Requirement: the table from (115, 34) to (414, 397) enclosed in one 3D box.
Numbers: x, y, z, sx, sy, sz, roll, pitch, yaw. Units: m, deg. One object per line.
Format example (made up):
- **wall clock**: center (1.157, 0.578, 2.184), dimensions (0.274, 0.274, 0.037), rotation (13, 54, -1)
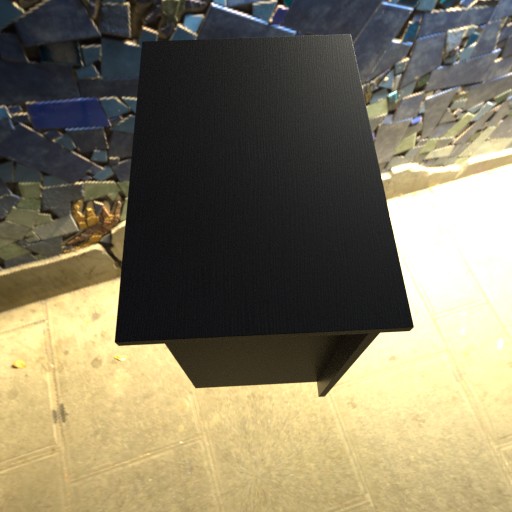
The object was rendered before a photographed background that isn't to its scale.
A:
- **table**: center (0.000, 0.000, 1.044), dimensions (0.408, 0.711, 0.589), rotation (-3, 64, -1)
